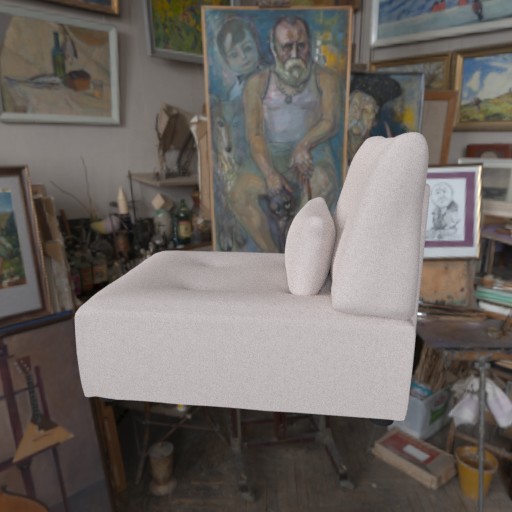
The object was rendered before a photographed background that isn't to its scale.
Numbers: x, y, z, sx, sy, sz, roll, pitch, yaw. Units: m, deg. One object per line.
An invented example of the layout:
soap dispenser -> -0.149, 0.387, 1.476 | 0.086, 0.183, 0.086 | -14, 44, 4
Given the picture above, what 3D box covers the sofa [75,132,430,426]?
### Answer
sofa -> 0.000, 0.000, 1.552 | 1.000, 0.820, 0.700 | 2, 15, 7
